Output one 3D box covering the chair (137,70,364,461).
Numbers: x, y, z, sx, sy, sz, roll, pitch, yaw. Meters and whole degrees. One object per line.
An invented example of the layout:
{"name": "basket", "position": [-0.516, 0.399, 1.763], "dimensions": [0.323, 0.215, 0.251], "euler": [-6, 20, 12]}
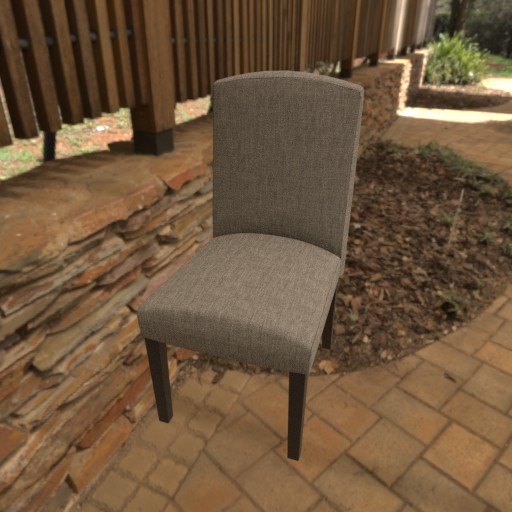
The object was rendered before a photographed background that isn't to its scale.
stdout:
{"name": "chair", "position": [0.000, 0.000, 1.242], "dimensions": [0.451, 0.917, 0.580], "euler": [9, 29, 17]}
